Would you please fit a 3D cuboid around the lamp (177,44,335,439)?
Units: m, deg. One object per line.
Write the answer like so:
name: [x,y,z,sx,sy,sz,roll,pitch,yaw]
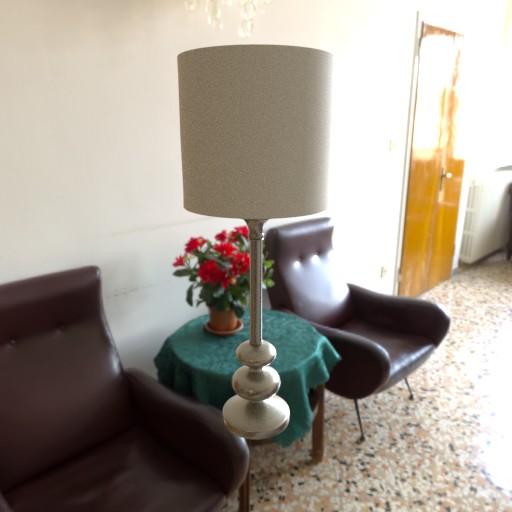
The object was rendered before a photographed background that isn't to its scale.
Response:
lamp: [0.000,0.000,0.811,0.254,0.690,0.254,3,16,10]
